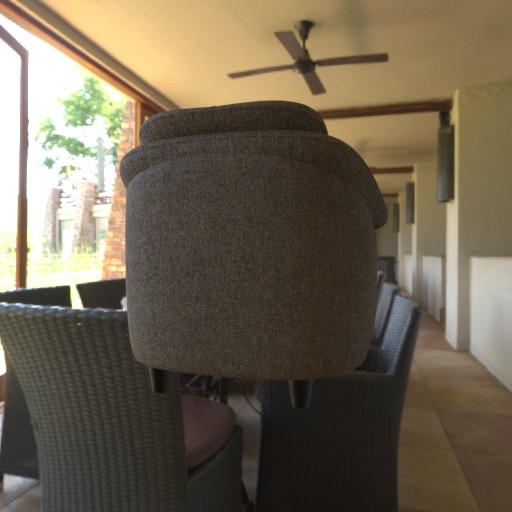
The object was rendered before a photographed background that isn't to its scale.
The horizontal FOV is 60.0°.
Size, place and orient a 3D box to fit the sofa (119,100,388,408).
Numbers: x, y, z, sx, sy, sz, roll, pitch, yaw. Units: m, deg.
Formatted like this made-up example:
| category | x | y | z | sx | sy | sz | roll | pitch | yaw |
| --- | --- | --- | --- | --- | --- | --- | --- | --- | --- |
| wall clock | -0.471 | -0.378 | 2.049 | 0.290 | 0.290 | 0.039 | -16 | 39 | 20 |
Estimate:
| category | x | y | z | sx | sy | sz | roll | pitch | yaw |
| --- | --- | --- | --- | --- | --- | --- | --- | --- | --- |
| sofa | 0.000 | 0.000 | 1.533 | 0.870 | 0.811 | 0.794 | 0 | 0 | 17 |
